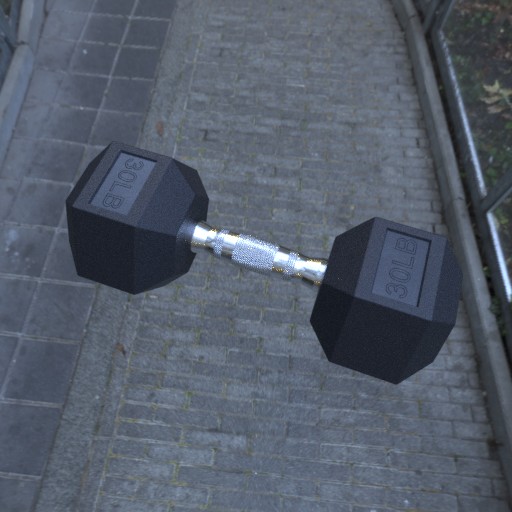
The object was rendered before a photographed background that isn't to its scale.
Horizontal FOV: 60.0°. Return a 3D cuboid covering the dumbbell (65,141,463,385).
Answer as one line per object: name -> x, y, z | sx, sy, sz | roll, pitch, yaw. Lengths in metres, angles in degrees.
dumbbell -> 0.000, 0.000, 0.404 | 0.337, 0.123, 0.142 | 17, 65, 8
